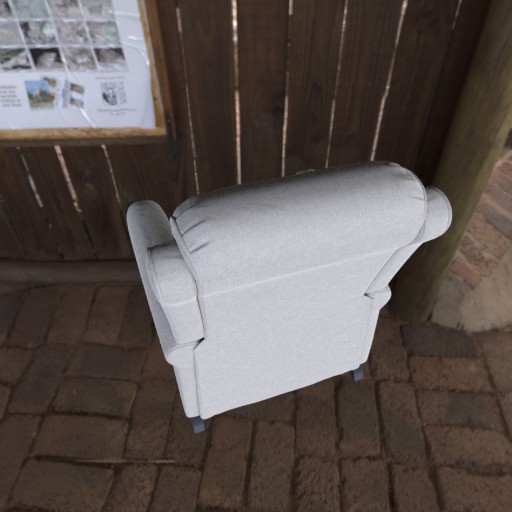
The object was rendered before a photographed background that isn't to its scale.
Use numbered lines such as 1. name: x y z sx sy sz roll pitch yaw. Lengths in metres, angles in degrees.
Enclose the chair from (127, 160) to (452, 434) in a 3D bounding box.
1. chair: 0.000 0.000 1.662 0.859 1.046 0.919 -13 44 -14
